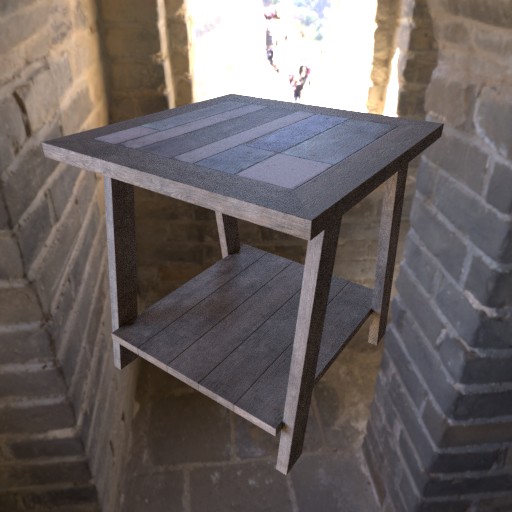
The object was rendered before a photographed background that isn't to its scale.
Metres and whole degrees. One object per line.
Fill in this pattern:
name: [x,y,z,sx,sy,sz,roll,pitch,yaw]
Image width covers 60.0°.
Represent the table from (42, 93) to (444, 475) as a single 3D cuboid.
table: [0.000,0.000,1.094,0.610,0.610,0.610,20,36,30]
